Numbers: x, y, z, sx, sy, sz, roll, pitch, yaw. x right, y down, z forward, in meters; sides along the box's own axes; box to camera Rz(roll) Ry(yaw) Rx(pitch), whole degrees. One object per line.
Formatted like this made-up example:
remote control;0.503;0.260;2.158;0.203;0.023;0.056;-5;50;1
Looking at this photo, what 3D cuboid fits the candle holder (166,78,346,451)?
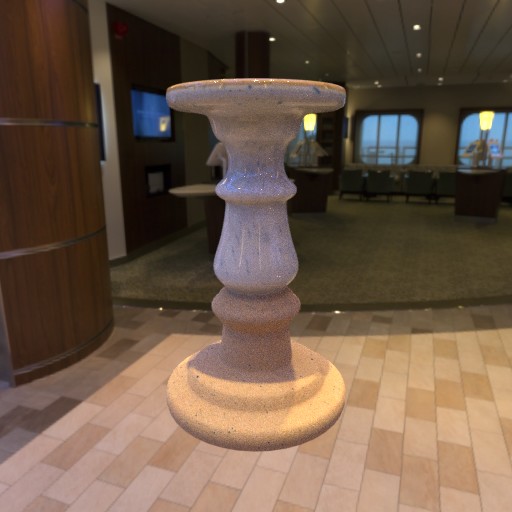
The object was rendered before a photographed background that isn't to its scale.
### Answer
candle holder;0.000;0.000;0.285;0.123;0.202;0.123;0;15;0
